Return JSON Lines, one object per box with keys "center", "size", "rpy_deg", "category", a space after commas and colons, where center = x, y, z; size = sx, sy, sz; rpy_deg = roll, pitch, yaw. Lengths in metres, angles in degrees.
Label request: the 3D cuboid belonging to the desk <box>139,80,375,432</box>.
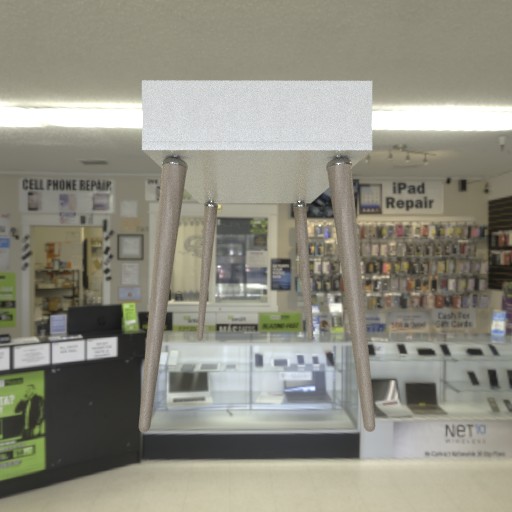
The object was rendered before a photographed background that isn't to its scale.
{"center": [0.000, 0.000, 1.395], "size": [0.491, 0.723, 0.979], "rpy_deg": [0, 0, 0], "category": "desk"}
